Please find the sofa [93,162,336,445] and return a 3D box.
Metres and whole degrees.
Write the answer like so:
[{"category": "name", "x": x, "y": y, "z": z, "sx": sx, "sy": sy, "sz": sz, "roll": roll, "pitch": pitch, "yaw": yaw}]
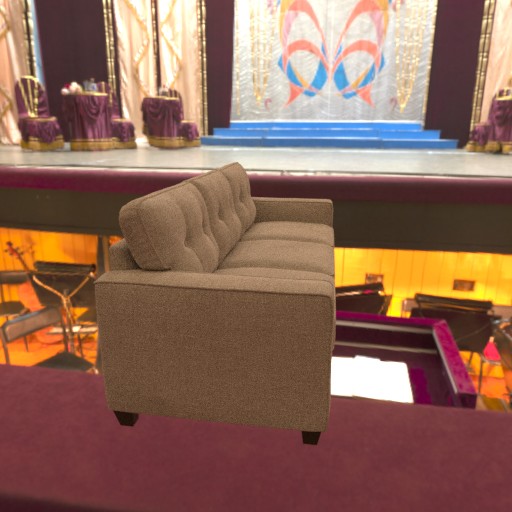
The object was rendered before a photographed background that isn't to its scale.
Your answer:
[{"category": "sofa", "x": 0.000, "y": 0.000, "z": 2.658, "sx": 0.939, "sy": 0.965, "sz": 2.133, "roll": 3, "pitch": 17, "yaw": 9}]
